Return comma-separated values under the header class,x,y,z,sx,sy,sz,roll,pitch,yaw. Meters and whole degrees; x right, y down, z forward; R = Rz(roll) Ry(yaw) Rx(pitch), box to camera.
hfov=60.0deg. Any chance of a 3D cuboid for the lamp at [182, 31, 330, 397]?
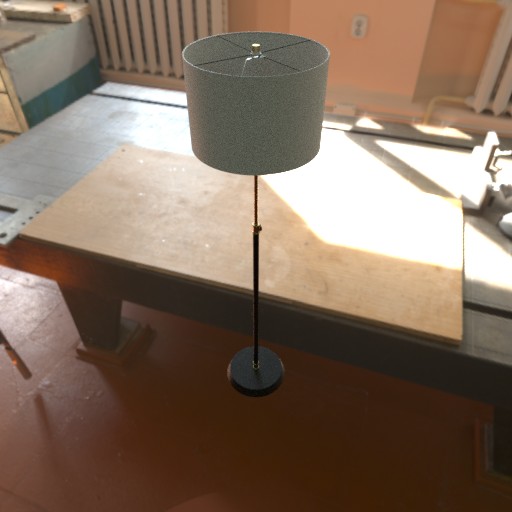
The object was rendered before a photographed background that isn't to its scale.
class,x,y,z,sx,sy,sz,roll,pitch,yaw
lamp,0.000,0.000,1.703,0.404,1.517,0.404,-25,47,-26
